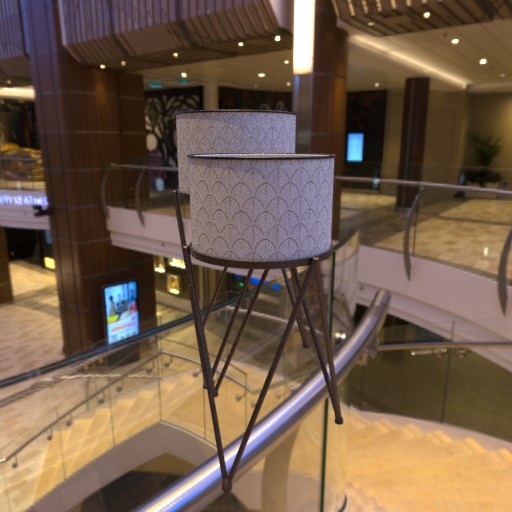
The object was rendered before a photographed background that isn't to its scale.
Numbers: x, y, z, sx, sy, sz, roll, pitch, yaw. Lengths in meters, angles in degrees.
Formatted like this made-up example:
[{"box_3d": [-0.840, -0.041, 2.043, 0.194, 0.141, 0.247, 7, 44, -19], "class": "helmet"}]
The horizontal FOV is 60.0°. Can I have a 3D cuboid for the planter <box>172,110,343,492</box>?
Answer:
[{"box_3d": [0.000, 0.000, 1.131, 0.413, 0.712, 0.769, -2, 15, -9], "class": "planter"}]
